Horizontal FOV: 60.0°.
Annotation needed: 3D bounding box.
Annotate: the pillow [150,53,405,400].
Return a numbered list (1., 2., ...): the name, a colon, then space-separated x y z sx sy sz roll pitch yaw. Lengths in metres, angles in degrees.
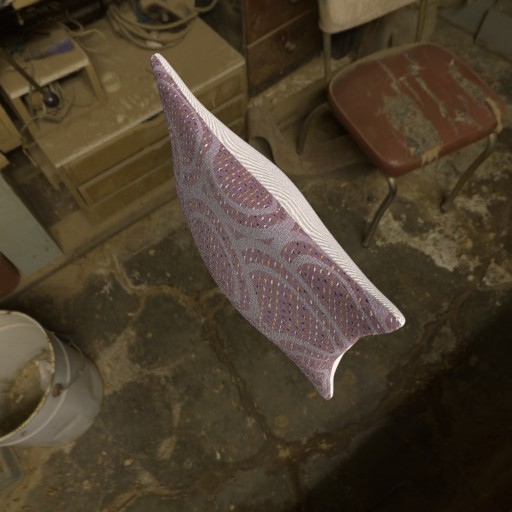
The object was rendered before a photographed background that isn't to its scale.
1. pillow: 0.000 0.000 0.784 0.163 0.513 0.514 -33 68 -15
